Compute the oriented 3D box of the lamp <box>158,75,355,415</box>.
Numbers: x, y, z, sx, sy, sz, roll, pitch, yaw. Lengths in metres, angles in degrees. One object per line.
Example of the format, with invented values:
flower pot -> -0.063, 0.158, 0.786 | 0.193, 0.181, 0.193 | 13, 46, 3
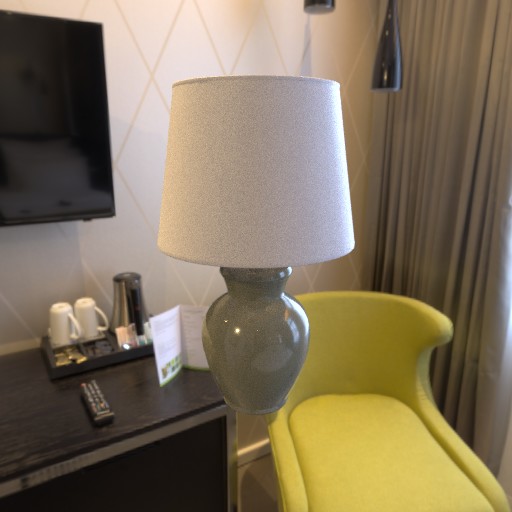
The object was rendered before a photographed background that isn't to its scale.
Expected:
lamp -> 0.000, 0.000, 0.556 | 0.239, 0.399, 0.239 | 0, 15, 0
